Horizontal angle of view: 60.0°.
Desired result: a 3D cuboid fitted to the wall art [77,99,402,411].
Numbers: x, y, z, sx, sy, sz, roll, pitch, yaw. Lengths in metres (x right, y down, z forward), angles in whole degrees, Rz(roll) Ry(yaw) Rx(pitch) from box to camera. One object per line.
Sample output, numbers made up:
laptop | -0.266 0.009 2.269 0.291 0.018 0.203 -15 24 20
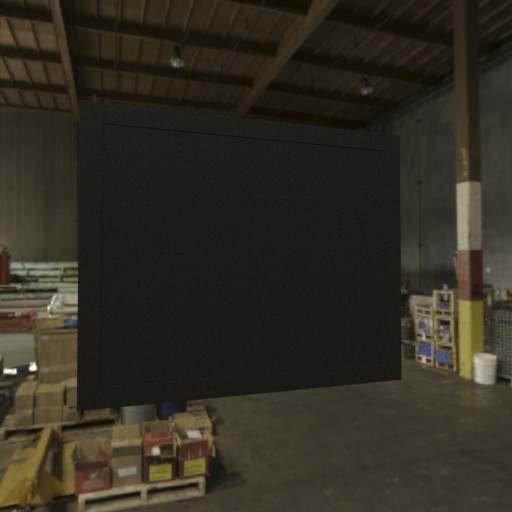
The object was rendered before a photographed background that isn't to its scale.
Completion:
wall art | 0.000 0.000 0.543 0.404 0.329 0.024 0 -1 -19
